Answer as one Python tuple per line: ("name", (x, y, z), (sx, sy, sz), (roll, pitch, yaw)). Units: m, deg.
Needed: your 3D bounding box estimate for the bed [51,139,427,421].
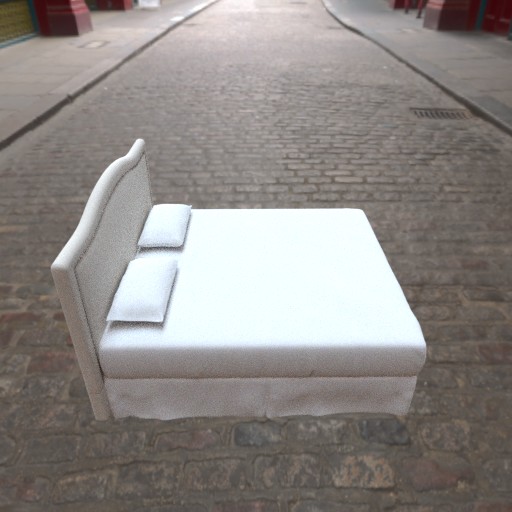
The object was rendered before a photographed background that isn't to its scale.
("bed", (0.000, 0.000, 3.496), (2.182, 1.421, 2.083), (0, 33, -1))
